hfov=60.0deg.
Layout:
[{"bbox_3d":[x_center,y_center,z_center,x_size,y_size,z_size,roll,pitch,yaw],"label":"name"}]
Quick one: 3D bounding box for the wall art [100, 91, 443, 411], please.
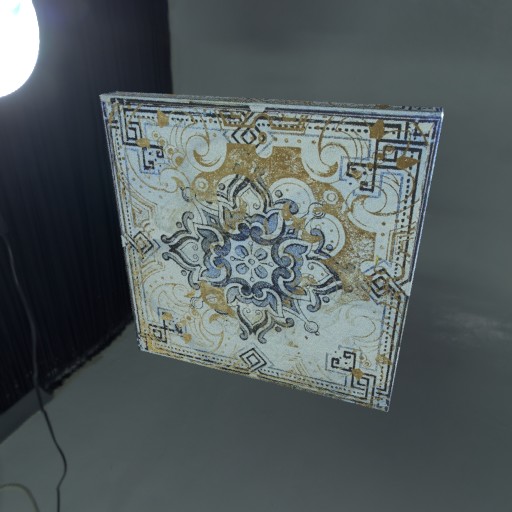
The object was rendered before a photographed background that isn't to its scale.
[{"bbox_3d":[0.000,0.000,0.613,0.411,0.410,0.038,9,29,17],"label":"wall art"}]
